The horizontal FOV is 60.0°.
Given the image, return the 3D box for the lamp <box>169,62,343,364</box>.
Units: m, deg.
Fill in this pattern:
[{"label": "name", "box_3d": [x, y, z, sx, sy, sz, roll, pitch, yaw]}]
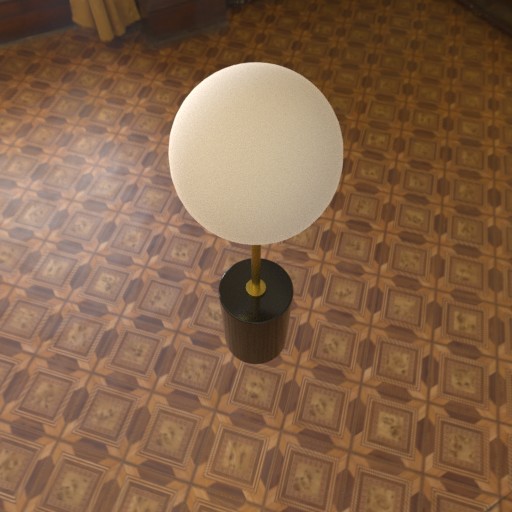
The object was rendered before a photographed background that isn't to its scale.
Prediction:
[{"label": "lamp", "box_3d": [0.000, 0.000, 0.532, 0.153, 0.480, 0.153, 0, 57, 0]}]
